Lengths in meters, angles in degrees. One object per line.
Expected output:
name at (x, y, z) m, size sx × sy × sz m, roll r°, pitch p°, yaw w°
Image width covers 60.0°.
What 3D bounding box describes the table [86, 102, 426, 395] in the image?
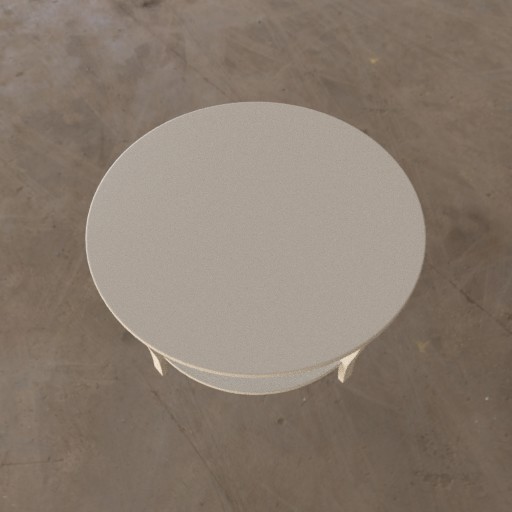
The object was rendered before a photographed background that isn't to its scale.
table at (0.000, 0.000, 1.399) m, size 0.910 × 0.457 × 0.910 m, roll 0°, pitch 57°, yaw 0°
